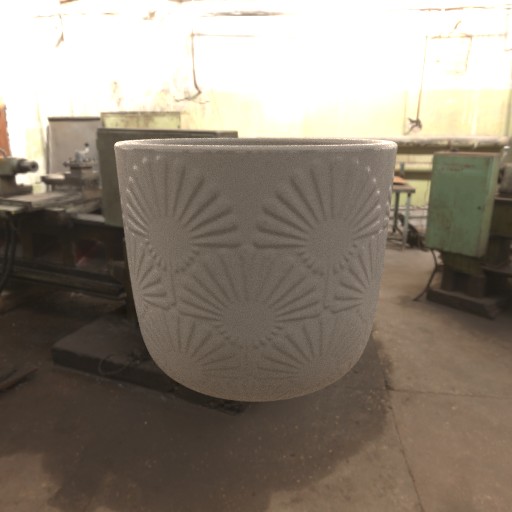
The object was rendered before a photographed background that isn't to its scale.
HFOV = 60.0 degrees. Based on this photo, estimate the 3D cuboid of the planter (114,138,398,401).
[{"bbox_3d":[0.000,0.000,0.217,0.124,0.109,0.124,0,16,0],"label":"planter"}]
